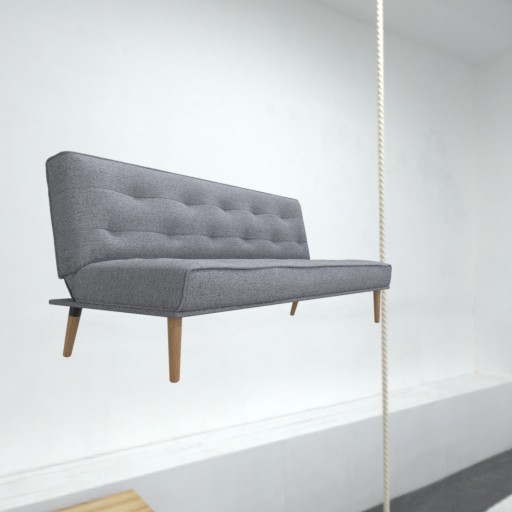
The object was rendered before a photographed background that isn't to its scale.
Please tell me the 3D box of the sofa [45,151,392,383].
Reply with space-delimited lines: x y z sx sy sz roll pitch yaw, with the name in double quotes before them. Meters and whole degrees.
"sofa" 0.000 0.000 2.293 0.810 0.830 1.820 -1 -1 37
